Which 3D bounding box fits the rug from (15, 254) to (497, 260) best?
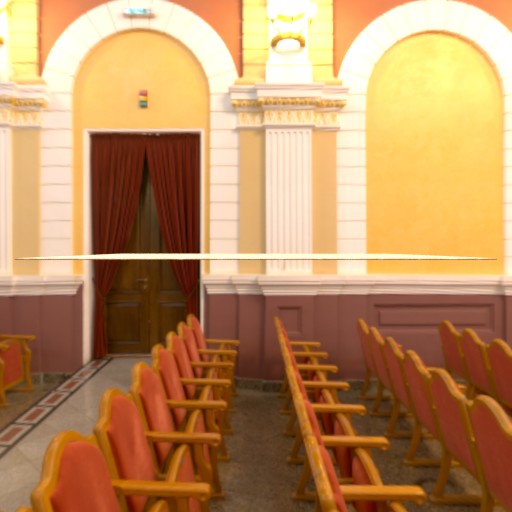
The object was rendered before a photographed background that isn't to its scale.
[{"bbox_3d":[0.000,0.000,4.281,3.353,0.010,2.438,0,1,0],"label":"rug"}]
